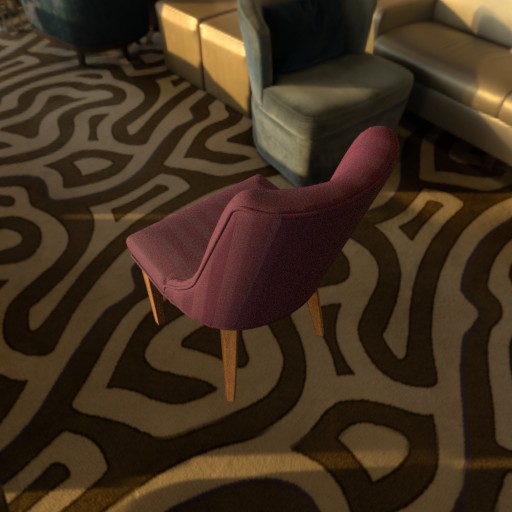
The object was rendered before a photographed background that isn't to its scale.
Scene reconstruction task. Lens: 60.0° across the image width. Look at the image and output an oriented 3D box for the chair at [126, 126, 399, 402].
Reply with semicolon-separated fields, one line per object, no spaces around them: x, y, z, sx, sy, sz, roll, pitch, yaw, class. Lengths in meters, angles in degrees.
0.000;0.000;1.323;0.548;0.916;0.638;-30;54;-25;chair
